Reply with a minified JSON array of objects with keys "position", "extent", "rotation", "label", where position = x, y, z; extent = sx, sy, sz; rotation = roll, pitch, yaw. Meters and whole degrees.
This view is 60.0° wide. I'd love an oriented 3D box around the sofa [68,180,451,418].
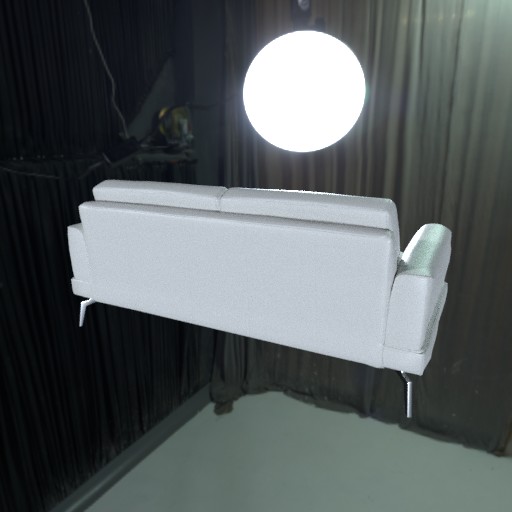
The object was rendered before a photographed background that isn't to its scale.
[{"position":[0.000,0.000,2.741],"extent":[2.177,0.930,1.121],"rotation":[8,18,26],"label":"sofa"}]
